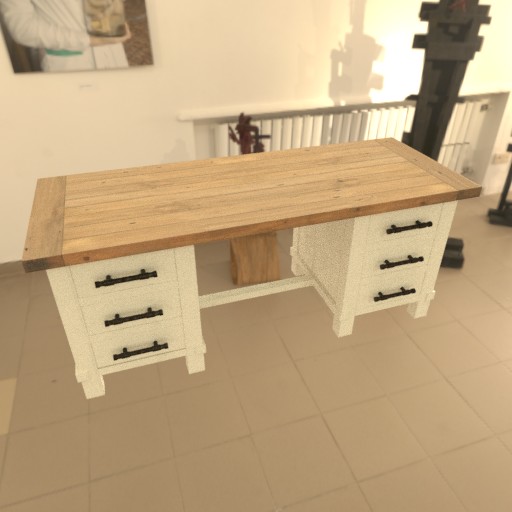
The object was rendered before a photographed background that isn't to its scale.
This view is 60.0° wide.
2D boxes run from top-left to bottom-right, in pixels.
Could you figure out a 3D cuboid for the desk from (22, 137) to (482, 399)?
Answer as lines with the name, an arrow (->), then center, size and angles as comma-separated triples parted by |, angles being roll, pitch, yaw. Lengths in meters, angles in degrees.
desk -> 0.000, 0.000, 2.132 | 1.803, 0.760, 0.688 | -10, 35, -15
